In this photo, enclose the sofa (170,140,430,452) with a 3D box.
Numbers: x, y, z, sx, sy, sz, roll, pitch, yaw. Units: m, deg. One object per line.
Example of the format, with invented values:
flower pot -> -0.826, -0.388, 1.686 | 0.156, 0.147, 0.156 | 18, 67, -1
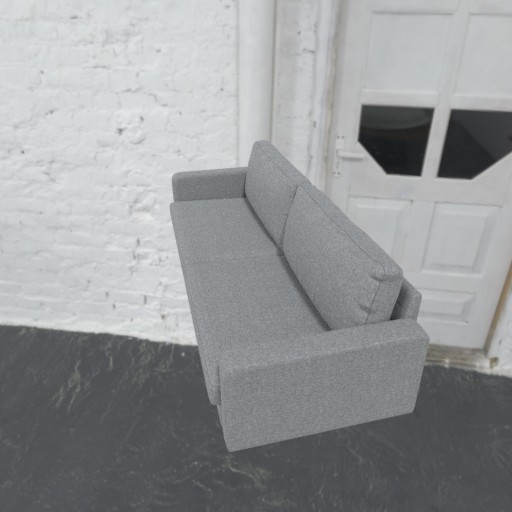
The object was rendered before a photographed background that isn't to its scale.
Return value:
sofa -> 0.000, 0.000, 2.659 | 0.880, 0.880, 2.200 | -7, 30, -12
